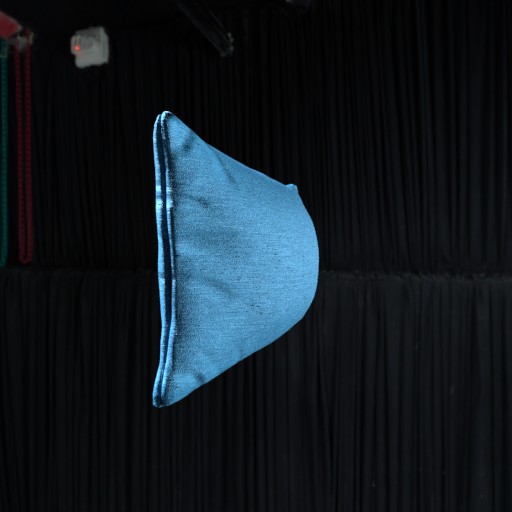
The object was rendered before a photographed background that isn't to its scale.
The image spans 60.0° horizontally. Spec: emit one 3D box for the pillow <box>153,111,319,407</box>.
[{"bbox_3d":[0.000,0.000,0.795,0.210,0.338,0.633,0,1,18],"label":"pillow"}]
